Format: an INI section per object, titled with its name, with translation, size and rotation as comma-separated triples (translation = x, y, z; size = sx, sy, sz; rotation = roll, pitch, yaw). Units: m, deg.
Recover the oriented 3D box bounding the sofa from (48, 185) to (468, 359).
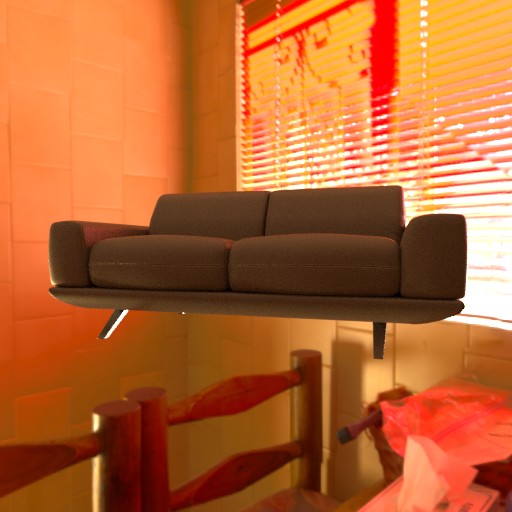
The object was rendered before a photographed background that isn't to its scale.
[sofa]
translation = 0.000, 0.000, 2.304
size = 1.901, 0.772, 0.900
rotation = 0, 1, 17
